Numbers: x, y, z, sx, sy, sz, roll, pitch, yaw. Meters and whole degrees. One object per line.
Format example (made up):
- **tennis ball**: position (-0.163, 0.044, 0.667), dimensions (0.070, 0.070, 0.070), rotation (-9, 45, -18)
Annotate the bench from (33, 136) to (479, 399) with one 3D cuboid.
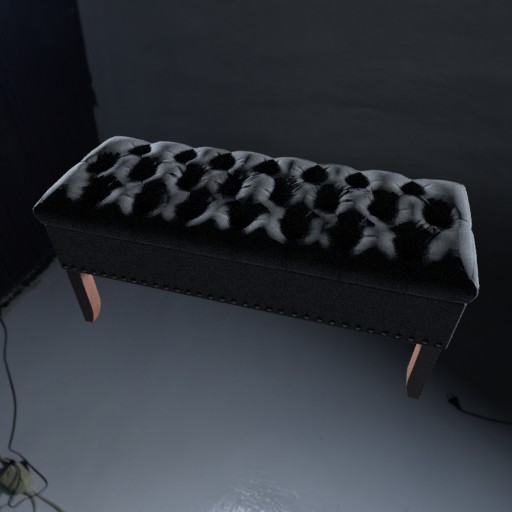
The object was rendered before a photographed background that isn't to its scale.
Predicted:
- **bench**: position (0.000, 0.000, 1.274), dimensions (1.052, 0.470, 0.417), rotation (11, 42, 12)
